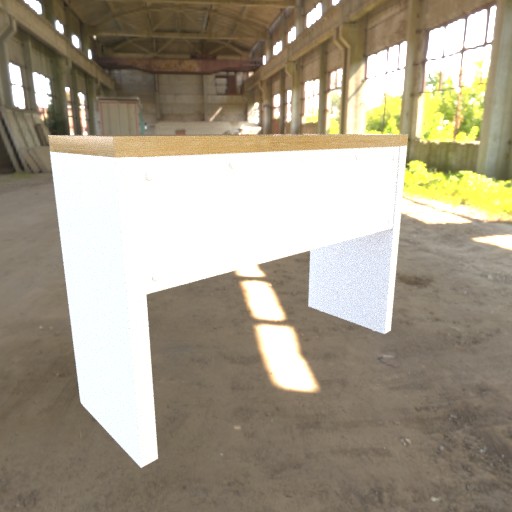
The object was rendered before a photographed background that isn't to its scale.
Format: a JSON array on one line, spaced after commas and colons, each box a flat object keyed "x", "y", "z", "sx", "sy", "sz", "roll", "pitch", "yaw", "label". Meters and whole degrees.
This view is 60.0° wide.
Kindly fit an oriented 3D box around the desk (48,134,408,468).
[{"x": 0.000, "y": 0.000, "z": 1.440, "sx": 1.100, "sy": 0.760, "sz": 0.390, "roll": -14, "pitch": 21, "yaw": -41, "label": "desk"}]
